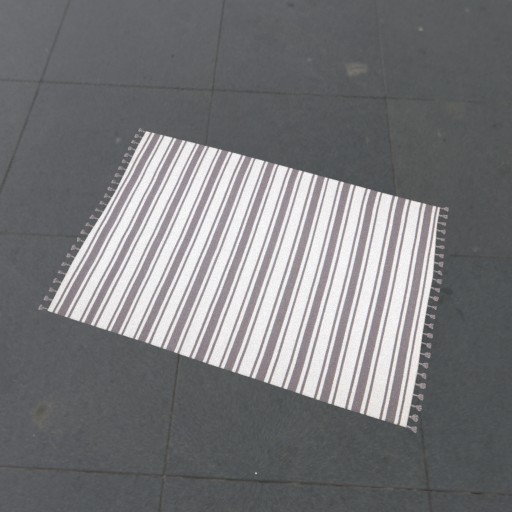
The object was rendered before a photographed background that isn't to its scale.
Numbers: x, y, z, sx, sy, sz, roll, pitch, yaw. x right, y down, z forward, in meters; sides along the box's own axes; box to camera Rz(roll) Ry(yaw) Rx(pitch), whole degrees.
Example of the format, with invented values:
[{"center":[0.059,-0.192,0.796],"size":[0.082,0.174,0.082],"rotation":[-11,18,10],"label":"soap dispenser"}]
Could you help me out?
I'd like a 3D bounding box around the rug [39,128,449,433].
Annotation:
[{"center":[0.000,0.000,2.980],"size":[2.425,0.014,1.563],"rotation":[16,65,8],"label":"rug"}]
